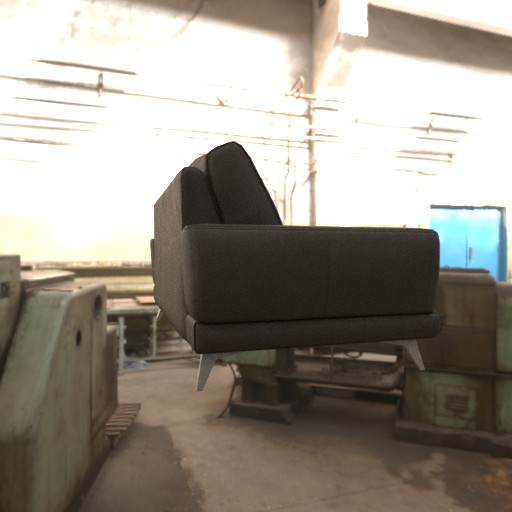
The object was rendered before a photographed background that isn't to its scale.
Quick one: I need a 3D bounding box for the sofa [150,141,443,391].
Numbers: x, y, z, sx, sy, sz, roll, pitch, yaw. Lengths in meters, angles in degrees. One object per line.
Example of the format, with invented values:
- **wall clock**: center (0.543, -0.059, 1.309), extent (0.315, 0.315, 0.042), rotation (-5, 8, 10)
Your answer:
- **sofa**: center (0.000, 0.000, 2.425), extent (1.018, 0.907, 1.806), rotation (0, 1, -17)
